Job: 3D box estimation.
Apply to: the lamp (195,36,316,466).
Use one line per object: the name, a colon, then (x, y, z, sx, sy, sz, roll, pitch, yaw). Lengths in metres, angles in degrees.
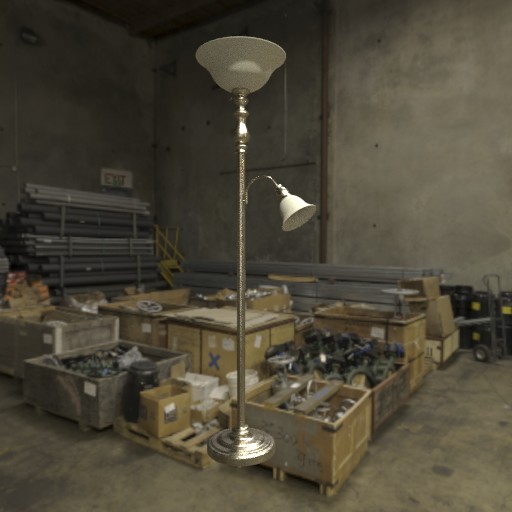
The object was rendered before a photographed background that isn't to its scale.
lamp: (0.000, 0.000, 1.969, 0.575, 1.785, 0.405, 1, 2, 36)
